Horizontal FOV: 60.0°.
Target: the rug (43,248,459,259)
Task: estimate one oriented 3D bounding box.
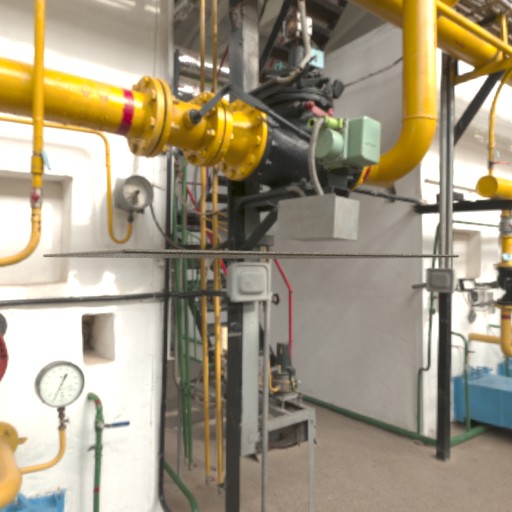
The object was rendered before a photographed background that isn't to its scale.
[{"bbox_3d":[0.000,0.000,2.214,1.748,0.014,1.144,1,-1,-36],"label":"rug"}]
